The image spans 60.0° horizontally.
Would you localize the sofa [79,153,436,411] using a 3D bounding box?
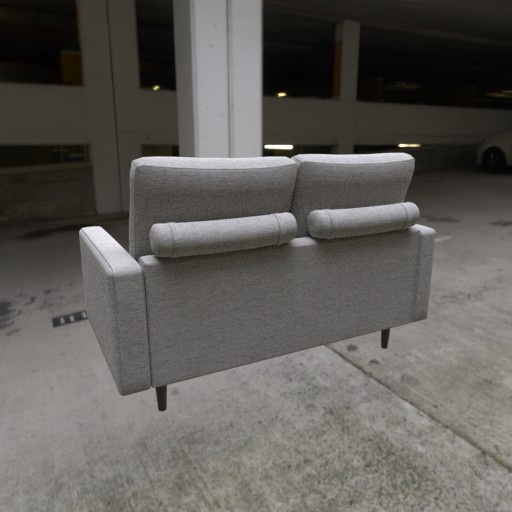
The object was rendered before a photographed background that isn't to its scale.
[{"bbox_3d":[0.000,0.000,2.004,1.407,0.907,0.842,-8,16,-27],"label":"sofa"}]
